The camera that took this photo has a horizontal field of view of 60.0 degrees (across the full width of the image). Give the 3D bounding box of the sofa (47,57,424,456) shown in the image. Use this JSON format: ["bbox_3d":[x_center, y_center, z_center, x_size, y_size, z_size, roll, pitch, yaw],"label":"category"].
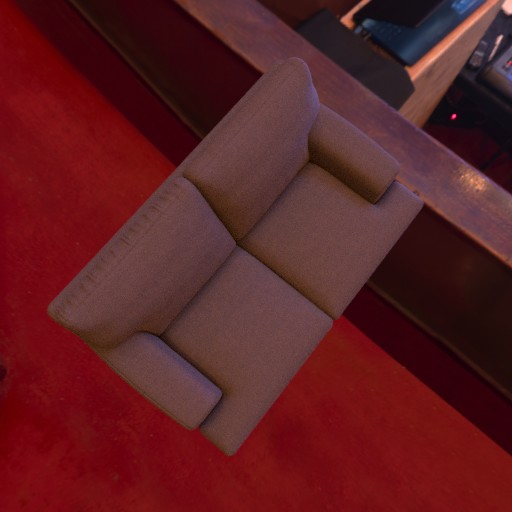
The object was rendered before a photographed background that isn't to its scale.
[{"bbox_3d":[0.000,0.000,2.468,1.140,0.950,1.869,38,79,9],"label":"sofa"}]
